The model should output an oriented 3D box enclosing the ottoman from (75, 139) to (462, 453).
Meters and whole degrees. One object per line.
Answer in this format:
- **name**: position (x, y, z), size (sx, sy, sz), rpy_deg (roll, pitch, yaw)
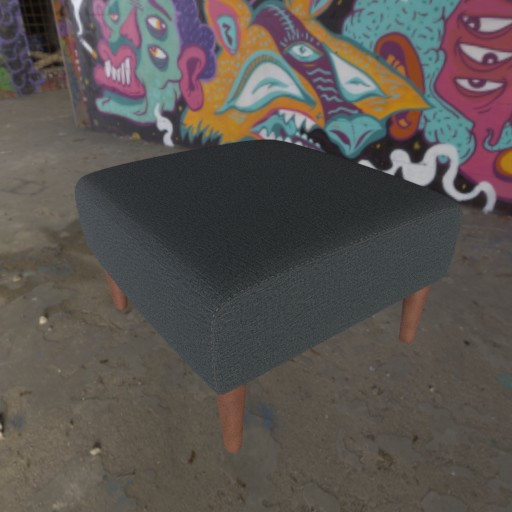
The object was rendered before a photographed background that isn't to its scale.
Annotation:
- **ottoman**: position (0.000, 0.000, 1.064), size (0.649, 0.398, 0.650), rpy_deg (-20, 35, -31)
